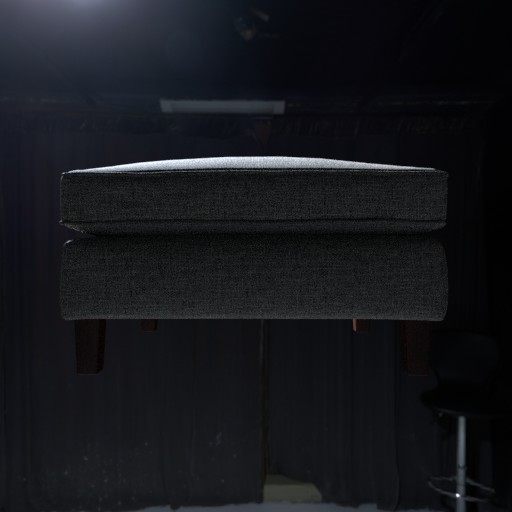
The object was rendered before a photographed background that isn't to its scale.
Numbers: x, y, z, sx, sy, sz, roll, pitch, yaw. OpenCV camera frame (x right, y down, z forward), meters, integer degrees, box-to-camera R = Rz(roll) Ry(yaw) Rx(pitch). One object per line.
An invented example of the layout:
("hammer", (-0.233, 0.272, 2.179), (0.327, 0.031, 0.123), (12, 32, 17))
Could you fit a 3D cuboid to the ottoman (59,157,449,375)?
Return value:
("ottoman", (0.000, 0.000, 0.981), (0.686, 0.406, 0.508), (0, 1, 1))
